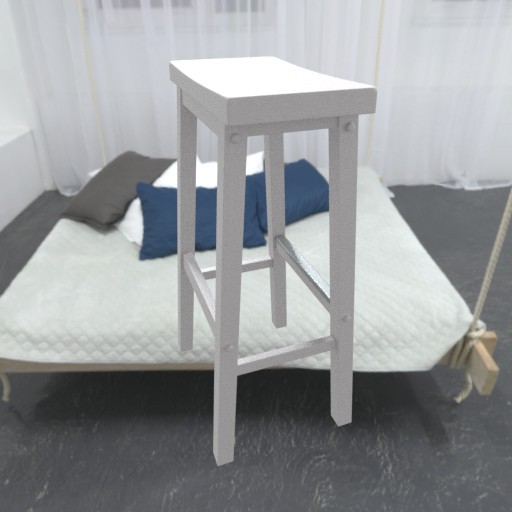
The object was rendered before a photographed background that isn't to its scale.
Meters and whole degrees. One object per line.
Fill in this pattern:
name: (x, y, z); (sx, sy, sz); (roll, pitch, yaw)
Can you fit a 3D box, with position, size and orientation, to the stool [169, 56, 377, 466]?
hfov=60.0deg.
stool: (0.000, 0.000, 0.958); (0.322, 0.742, 0.406); (-11, 32, -17)
